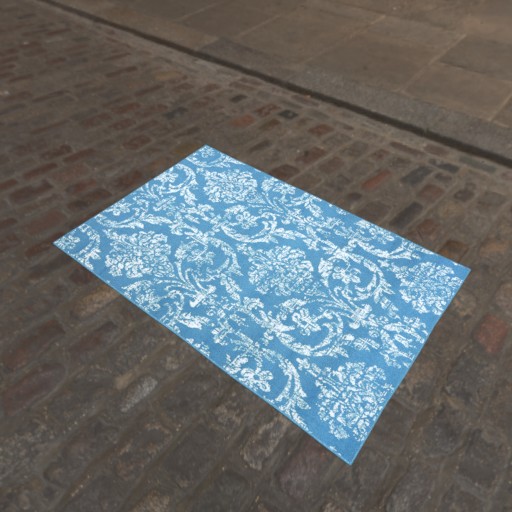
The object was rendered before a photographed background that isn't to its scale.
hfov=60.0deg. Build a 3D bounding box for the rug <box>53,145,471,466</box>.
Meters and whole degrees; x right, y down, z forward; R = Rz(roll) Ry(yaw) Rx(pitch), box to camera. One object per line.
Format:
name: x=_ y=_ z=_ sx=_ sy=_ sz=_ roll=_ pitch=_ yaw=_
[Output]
rug: x=0.000 y=0.000 z=2.318 sx=1.833 sy=0.012 sz=1.211 roll=30 pitch=54 yaw=25
